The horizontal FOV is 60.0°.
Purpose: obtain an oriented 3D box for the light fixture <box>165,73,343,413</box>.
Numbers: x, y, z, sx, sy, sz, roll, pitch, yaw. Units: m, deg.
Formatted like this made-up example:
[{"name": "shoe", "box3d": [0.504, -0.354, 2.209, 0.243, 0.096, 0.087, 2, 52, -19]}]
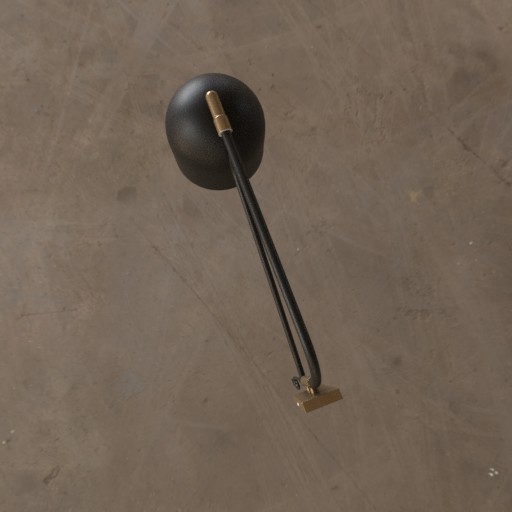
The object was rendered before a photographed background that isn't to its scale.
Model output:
[{"name": "light fixture", "box3d": [0.000, 0.000, 1.104, 0.215, 0.696, 0.720, -20, 77, -5]}]
